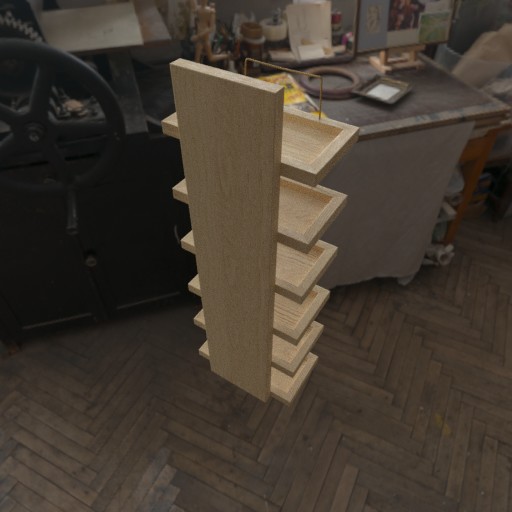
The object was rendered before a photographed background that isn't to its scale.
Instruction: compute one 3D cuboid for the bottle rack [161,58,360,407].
[{"bbox_3d":[0.000,0.000,1.070,0.330,0.943,0.206,24,50,22],"label":"bottle rack"}]
